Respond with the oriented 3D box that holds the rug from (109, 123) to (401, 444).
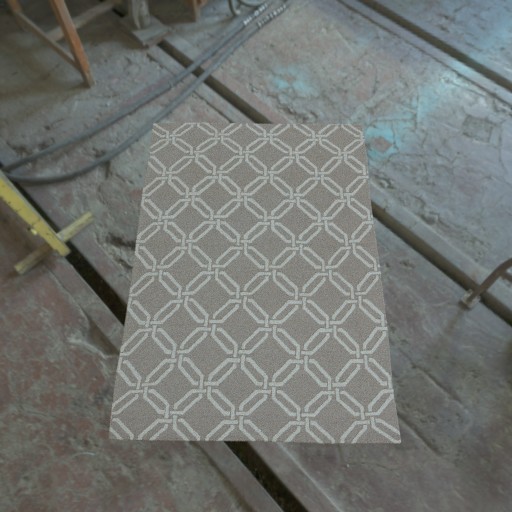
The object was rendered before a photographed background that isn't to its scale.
[{"bbox_3d":[0.000,0.000,2.743,1.524,0.013,2.135,0,64,0],"label":"rug"}]
